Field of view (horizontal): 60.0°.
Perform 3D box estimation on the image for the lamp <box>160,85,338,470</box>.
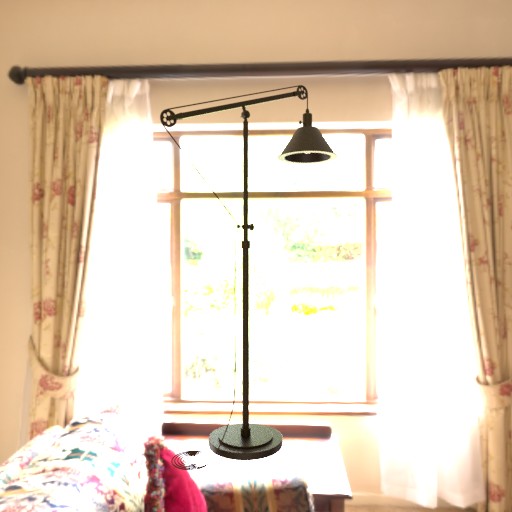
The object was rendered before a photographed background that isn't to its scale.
[{"bbox_3d":[0.000,0.000,1.951,0.904,1.626,0.319,0,0,-36],"label":"lamp"}]
